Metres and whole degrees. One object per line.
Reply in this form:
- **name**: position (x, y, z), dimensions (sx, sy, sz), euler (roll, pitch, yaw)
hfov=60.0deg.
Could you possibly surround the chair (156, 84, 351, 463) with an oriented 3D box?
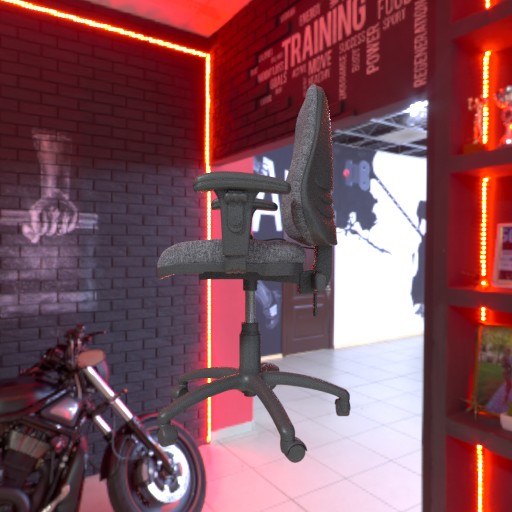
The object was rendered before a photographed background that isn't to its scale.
- **chair**: position (0.000, 0.000, 1.239), dimensions (0.530, 0.910, 0.550), euler (0, 1, -1)
